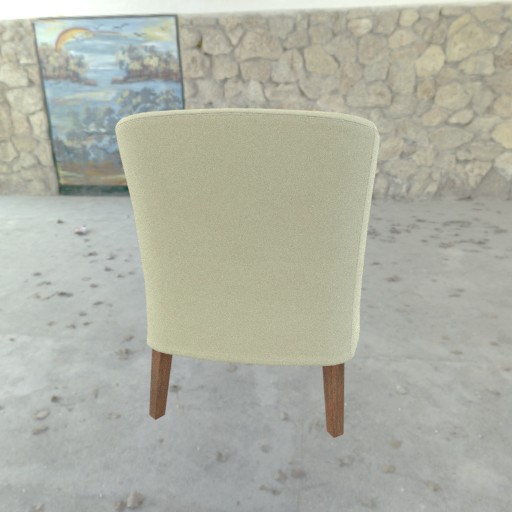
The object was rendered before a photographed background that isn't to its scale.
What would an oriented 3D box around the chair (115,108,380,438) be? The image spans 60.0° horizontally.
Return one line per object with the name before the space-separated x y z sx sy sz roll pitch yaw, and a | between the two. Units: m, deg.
chair | 0.000 0.000 1.313 0.643 0.822 0.657 3 18 8
